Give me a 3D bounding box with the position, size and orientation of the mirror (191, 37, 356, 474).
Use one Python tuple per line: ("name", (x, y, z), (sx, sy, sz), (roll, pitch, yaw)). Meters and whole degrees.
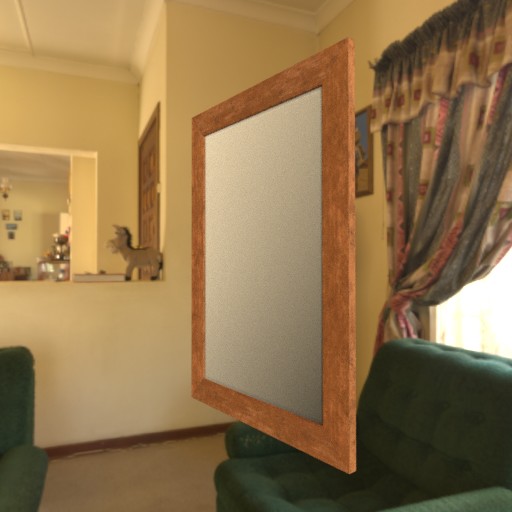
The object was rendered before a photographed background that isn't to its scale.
("mirror", (0.000, 0.000, 1.435), (0.028, 1.099, 0.796), (0, -1, -38))
